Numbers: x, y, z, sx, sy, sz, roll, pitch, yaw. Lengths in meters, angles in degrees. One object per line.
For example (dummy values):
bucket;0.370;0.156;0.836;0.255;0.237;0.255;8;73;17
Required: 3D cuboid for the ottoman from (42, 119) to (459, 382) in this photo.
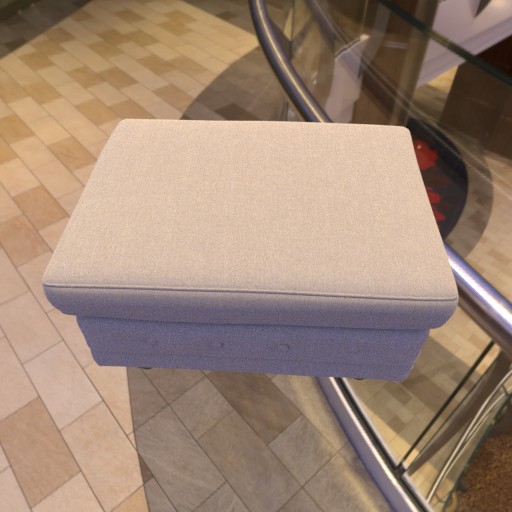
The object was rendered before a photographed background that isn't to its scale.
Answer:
ottoman;0.000;0.000;1.117;0.771;0.500;0.569;2;48;2
